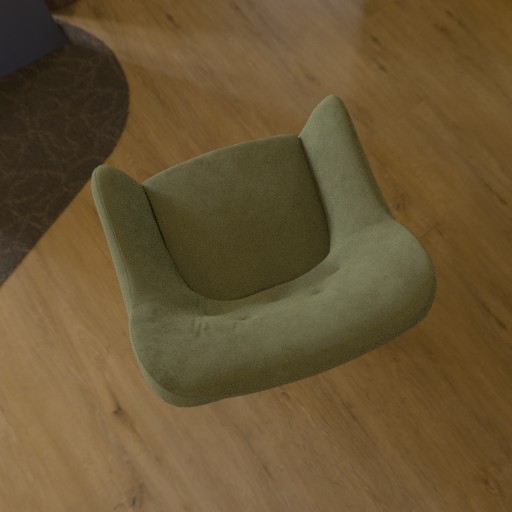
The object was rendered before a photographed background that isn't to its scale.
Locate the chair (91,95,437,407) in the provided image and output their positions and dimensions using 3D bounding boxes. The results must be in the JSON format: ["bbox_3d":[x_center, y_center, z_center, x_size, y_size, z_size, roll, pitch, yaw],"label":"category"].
[{"bbox_3d":[0.000,0.000,1.474,0.840,0.804,0.819,-19,75,-5],"label":"chair"}]
